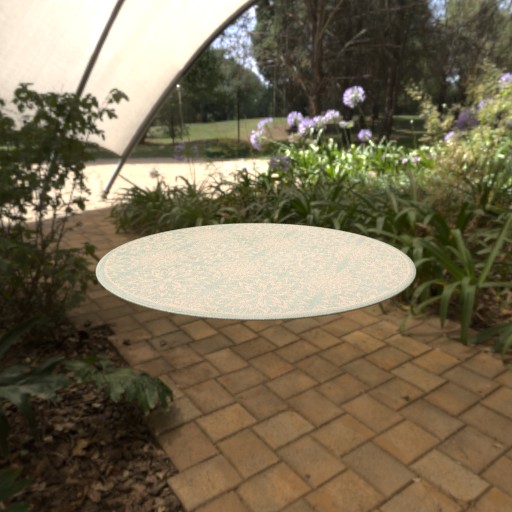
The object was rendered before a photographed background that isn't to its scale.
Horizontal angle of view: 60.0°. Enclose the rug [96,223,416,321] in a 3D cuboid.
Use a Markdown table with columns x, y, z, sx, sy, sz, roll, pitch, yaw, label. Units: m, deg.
| x | y | z | sx | sy | sz | roll | pitch | yaw | label |
| --- | --- | --- | --- | --- | --- | --- | --- | --- | --- |
| 0.000 | 0.000 | 2.331 | 1.593 | 0.012 | 1.593 | 0 | 16 | 0 | rug |
